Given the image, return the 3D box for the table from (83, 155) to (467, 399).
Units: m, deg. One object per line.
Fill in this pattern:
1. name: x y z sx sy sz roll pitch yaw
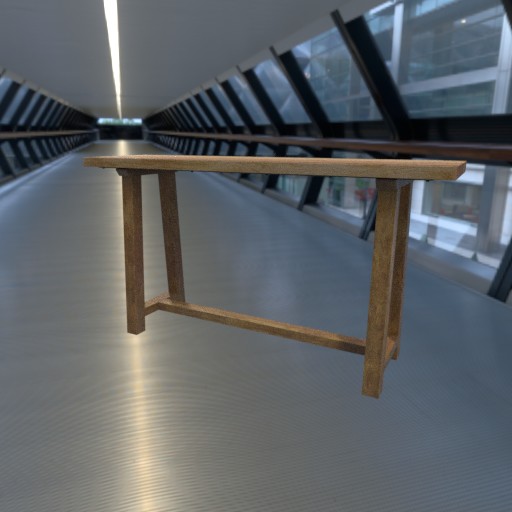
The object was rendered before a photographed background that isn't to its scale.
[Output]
1. table: 0.000 0.000 1.892 1.524 0.810 0.405 8 16 27
